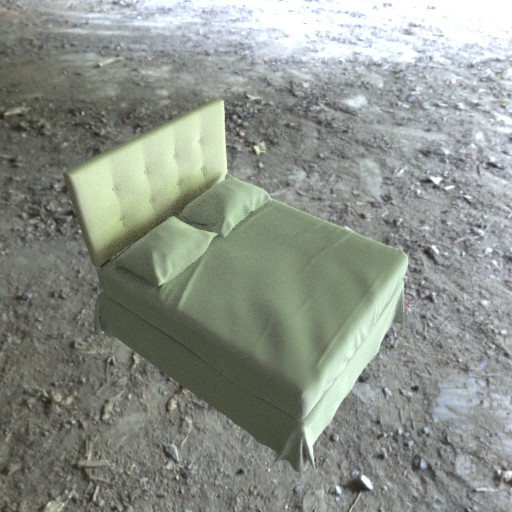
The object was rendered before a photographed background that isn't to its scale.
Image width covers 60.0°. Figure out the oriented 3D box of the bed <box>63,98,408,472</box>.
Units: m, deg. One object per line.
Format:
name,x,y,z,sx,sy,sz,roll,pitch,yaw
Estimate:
bed,0.000,0.000,3.522,2.222,1.577,1.936,26,47,26
